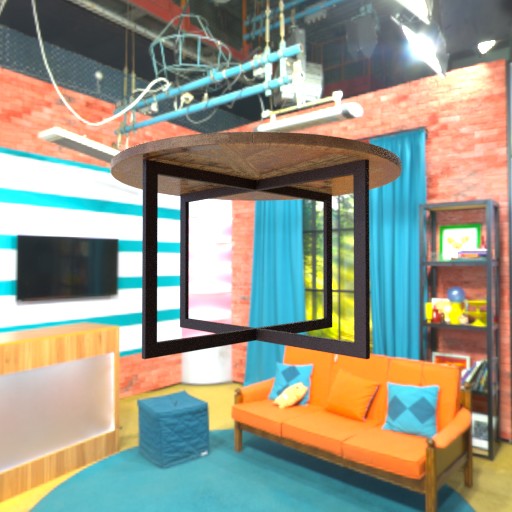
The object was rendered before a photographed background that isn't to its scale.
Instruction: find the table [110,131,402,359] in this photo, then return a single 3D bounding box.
[{"bbox_3d":[0.000,0.000,2.019,1.264,0.762,1.264,0,-1,0],"label":"table"}]
